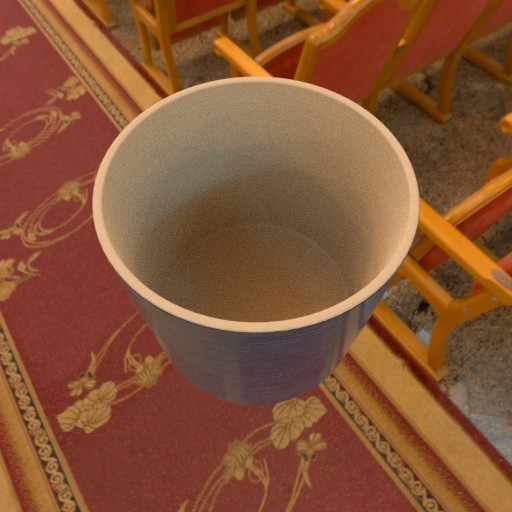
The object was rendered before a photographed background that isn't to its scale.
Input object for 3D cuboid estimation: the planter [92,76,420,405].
[{"bbox_3d":[0.000,0.000,0.390,0.221,0.201,0.221,0,59,0],"label":"planter"}]
